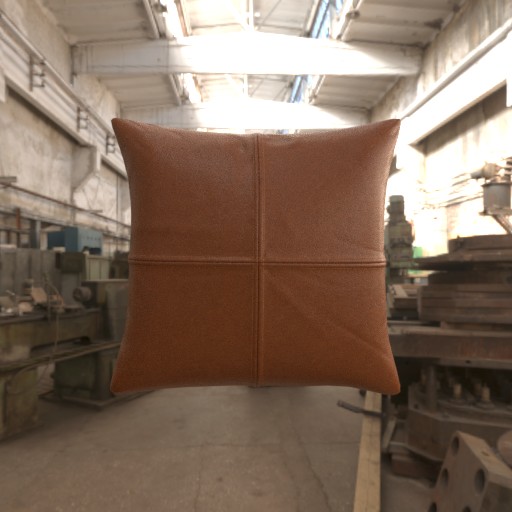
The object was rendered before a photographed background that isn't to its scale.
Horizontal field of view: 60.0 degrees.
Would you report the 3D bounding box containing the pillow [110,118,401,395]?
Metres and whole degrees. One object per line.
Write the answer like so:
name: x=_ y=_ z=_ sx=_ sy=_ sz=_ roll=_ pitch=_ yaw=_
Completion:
pillow: x=0.000 y=0.000 z=0.755 sx=0.501 sy=0.477 sz=0.192 roll=0 pitch=-1 yaw=0
